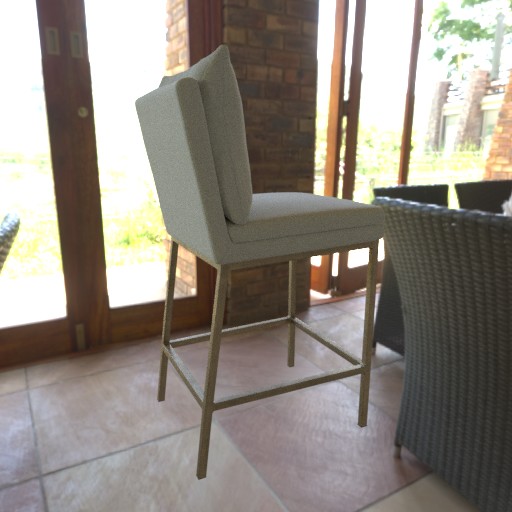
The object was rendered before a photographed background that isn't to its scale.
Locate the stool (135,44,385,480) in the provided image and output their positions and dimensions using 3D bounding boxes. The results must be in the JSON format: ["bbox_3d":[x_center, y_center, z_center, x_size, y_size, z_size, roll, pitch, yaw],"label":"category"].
[{"bbox_3d":[0.000,0.000,1.304,0.572,1.032,0.463,-7,15,-26],"label":"stool"}]
